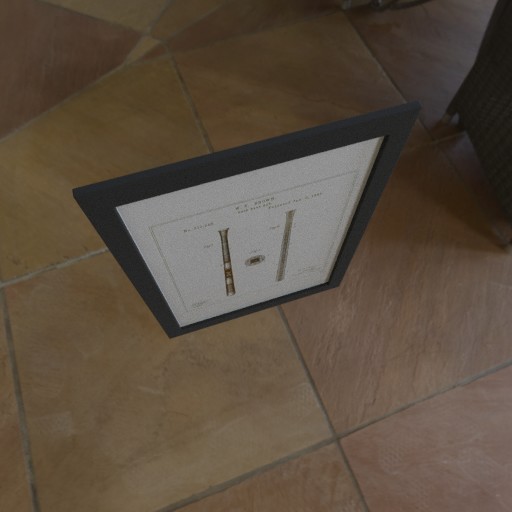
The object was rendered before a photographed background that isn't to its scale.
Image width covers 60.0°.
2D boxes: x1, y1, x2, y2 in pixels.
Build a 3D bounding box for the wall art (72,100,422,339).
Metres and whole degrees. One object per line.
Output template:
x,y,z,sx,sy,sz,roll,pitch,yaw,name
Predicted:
0.000,0.000,0.694,0.374,0.529,0.012,-16,66,-8,wall art
